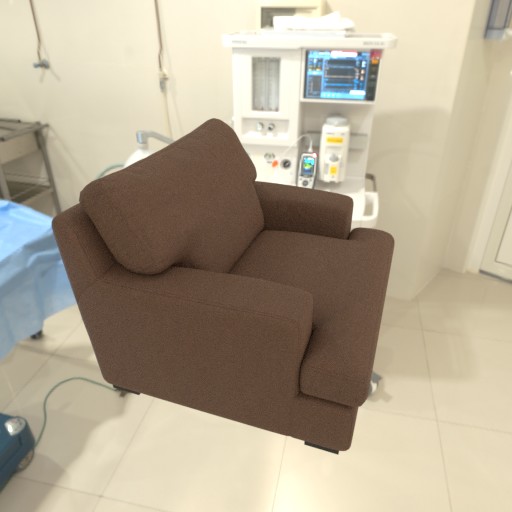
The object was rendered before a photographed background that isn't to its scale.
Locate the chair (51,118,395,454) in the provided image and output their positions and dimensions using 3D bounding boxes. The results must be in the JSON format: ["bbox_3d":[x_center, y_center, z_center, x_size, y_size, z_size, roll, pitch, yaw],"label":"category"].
[{"bbox_3d":[0.000,0.000,1.966,1.143,0.940,1.168,10,32,17],"label":"chair"}]
